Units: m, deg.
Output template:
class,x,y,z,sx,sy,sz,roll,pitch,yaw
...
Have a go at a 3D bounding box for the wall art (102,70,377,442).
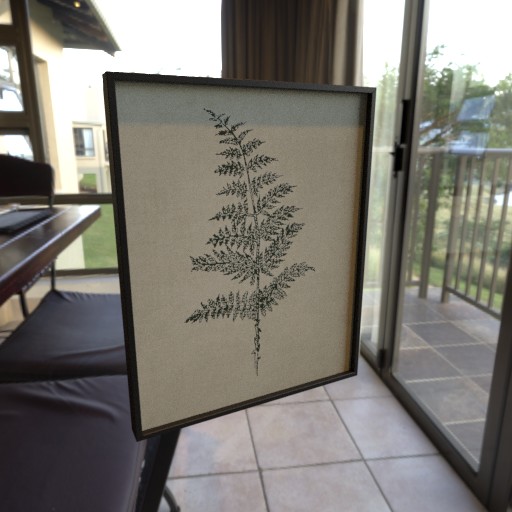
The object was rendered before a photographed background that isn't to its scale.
class,x,y,z,sx,sy,sz,roll,pitch,yaw
wall art,0.000,0.000,0.753,0.449,0.555,0.039,-8,17,-26
